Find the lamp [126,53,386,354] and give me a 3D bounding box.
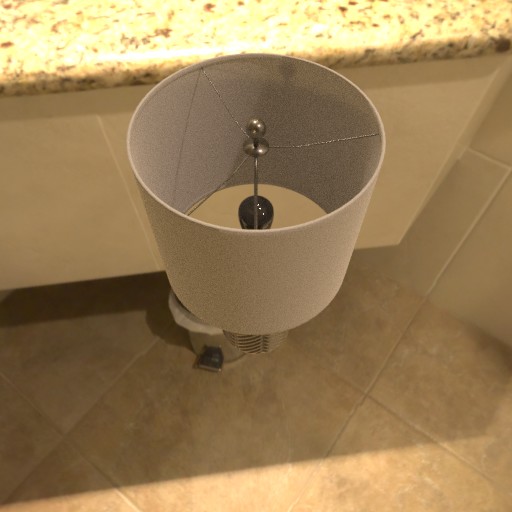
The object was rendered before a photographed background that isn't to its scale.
[{"bbox_3d":[0.000,0.000,0.508,0.203,0.389,0.203,0,57,0],"label":"lamp"}]
